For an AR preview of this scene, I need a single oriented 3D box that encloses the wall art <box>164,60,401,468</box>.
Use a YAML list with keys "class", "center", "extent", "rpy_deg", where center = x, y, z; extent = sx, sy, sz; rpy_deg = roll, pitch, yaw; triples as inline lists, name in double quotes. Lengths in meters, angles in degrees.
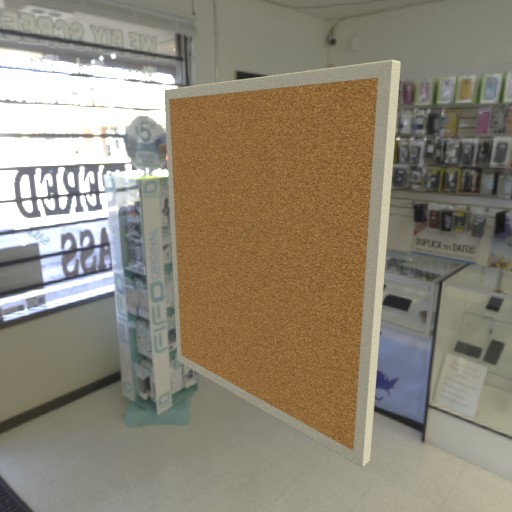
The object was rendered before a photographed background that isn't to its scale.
- class: "wall art"
  center: [0.000, 0.000, 0.717]
  extent: [0.444, 0.536, 0.020]
  rpy_deg: [14, 20, 43]
